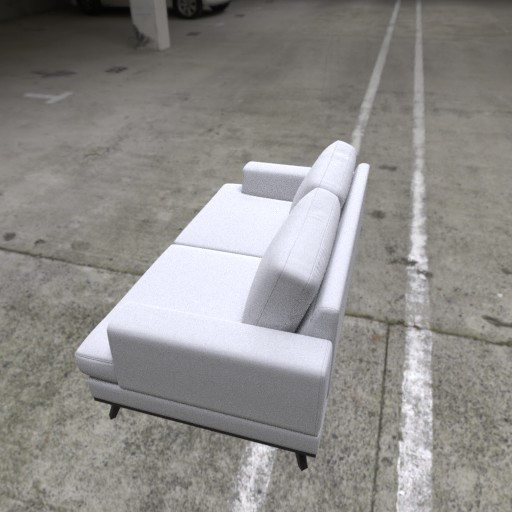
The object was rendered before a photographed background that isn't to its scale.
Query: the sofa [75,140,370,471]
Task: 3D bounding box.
[{"bbox_3d":[0.000,0.000,2.154,0.920,0.810,1.650,9,33,14],"label":"sofa"}]
